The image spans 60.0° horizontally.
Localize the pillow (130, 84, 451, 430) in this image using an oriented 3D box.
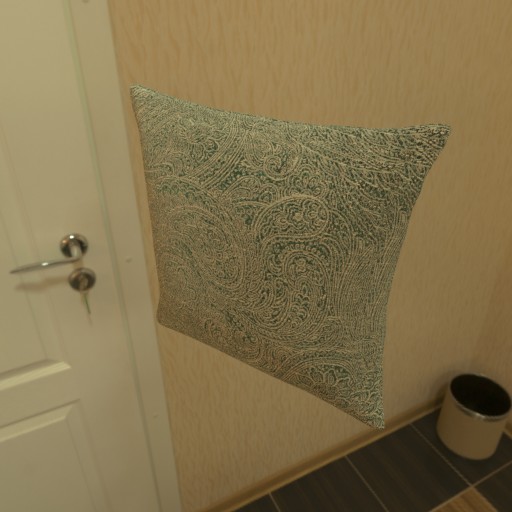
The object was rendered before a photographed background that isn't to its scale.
[{"bbox_3d":[0.000,0.000,0.751,0.526,0.507,0.166,19,35,29],"label":"pillow"}]
